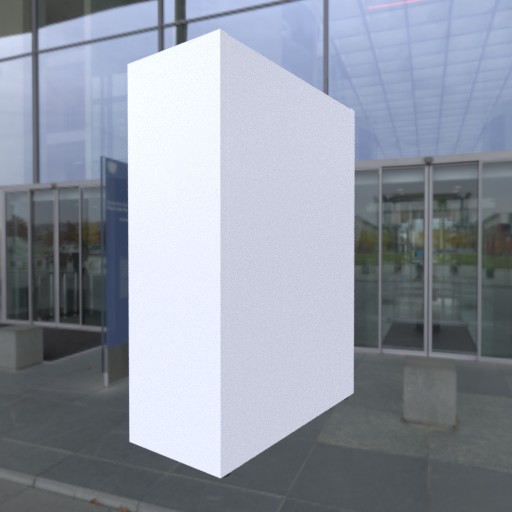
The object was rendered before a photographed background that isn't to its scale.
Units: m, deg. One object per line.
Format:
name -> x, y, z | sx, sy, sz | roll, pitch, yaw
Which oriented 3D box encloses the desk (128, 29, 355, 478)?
desk -> 0.000, 0.000, 1.613 | 0.390, 1.190, 0.850 | 1, 1, 36
